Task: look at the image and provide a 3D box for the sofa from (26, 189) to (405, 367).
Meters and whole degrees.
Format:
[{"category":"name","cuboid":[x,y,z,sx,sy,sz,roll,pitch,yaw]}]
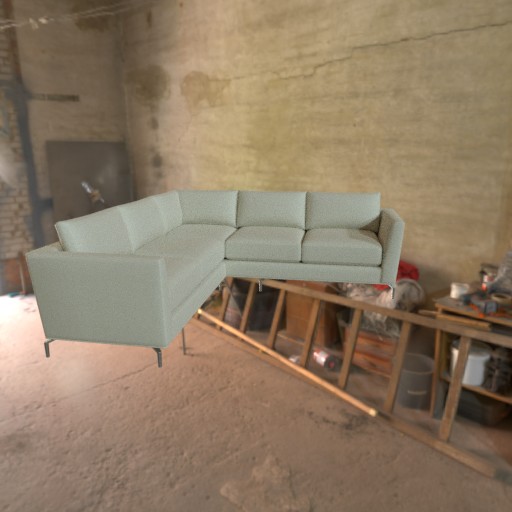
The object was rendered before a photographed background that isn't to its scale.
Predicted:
[{"category":"sofa","cuboid":[0.000,0.000,3.669,2.448,0.867,2.430,2,14,10]}]
